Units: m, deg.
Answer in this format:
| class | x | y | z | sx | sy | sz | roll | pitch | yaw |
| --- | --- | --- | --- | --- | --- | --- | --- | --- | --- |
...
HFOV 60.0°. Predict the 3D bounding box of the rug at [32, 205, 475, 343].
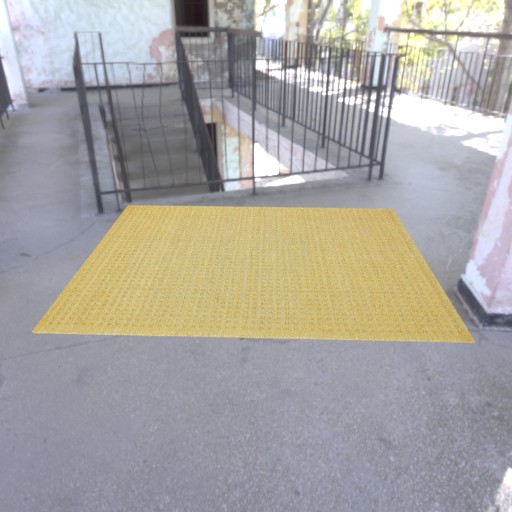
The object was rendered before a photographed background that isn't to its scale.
| class | x | y | z | sx | sy | sz | roll | pitch | yaw |
| --- | --- | --- | --- | --- | --- | --- | --- | --- | --- |
| rug | 0.000 | 0.000 | 4.333 | 3.242 | 0.015 | 2.486 | 1 | 29 | 2 |
